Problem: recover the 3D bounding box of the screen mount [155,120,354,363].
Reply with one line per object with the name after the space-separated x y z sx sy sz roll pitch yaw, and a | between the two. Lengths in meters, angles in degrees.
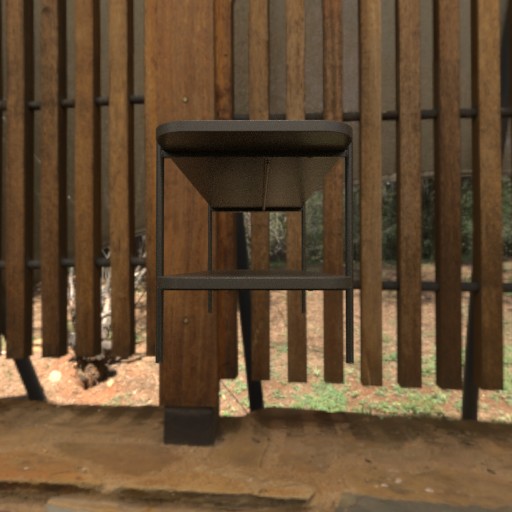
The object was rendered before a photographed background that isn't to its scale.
0.000 0.000 1.361 0.400 0.447 1.200 0 -1 0 | screen mount
